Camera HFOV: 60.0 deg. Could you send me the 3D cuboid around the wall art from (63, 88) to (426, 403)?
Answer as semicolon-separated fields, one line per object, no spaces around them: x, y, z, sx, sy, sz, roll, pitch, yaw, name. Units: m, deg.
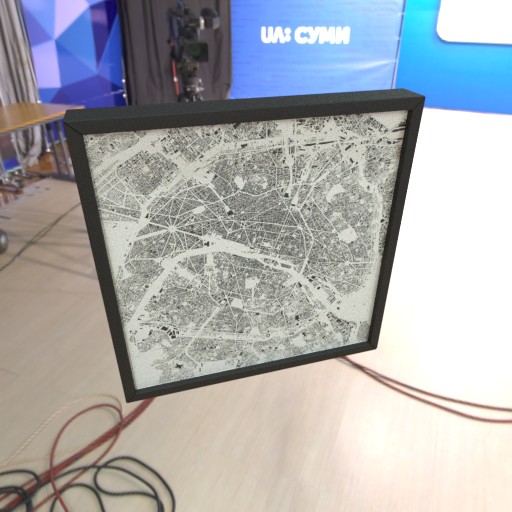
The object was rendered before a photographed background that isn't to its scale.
0.000;0.000;0.454;0.305;0.305;0.037;-9;33;-14;wall art
